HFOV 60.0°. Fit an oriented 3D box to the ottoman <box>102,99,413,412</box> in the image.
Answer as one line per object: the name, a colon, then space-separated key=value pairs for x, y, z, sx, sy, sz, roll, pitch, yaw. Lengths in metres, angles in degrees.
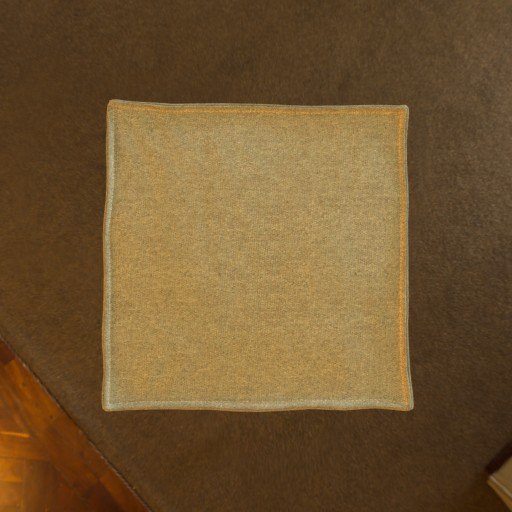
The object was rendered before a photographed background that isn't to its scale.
ottoman: x=0.000 y=0.000 z=1.170 sx=0.696 sy=0.470 sz=0.707 roll=0 pitch=89 yaw=-1
